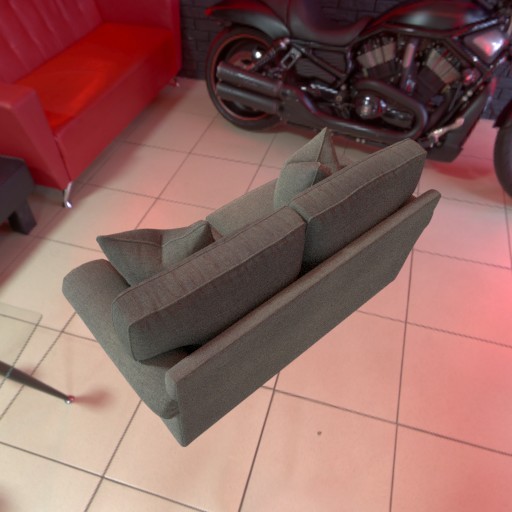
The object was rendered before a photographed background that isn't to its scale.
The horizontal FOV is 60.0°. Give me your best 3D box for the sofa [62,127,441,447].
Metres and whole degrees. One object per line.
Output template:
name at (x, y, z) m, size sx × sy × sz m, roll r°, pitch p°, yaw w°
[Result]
sofa at (0.000, 0.000, 2.235) m, size 1.701 × 0.966 × 0.966 m, roll -32°, pitch 54°, yaw -27°
